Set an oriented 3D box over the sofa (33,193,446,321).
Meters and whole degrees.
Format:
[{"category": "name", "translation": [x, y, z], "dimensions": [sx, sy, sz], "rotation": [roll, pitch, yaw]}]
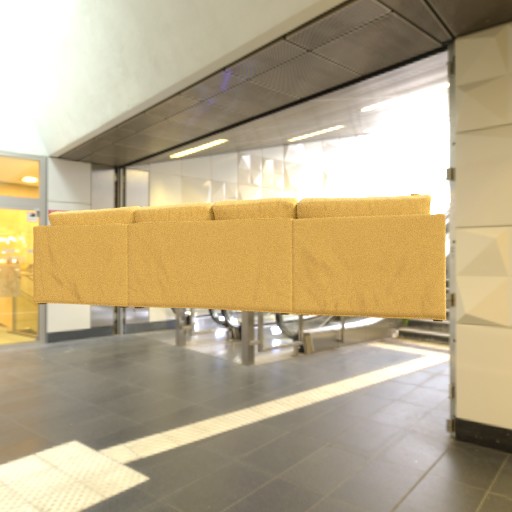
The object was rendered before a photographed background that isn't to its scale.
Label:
[{"category": "sofa", "translation": [0.000, 0.000, 4.542], "dimensions": [3.460, 0.882, 2.427], "rotation": [0, 0, 20]}]
